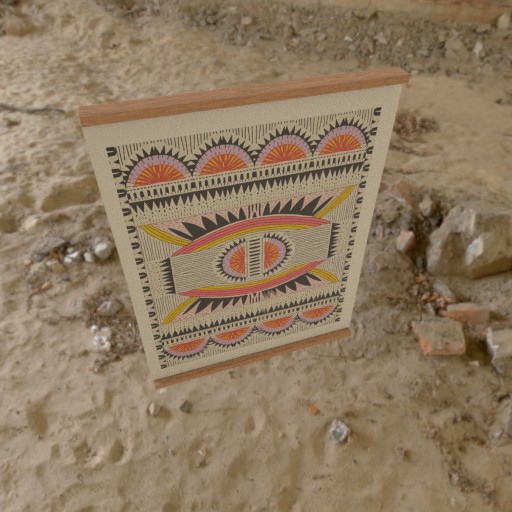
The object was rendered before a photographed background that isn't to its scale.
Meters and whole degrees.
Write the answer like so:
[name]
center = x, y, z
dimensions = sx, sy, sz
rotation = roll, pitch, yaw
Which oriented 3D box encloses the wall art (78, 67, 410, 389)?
[wall art]
center = 0.000, 0.000, 0.698
dimensions = 0.403, 0.527, 0.028
rotation = -12, 44, -13
